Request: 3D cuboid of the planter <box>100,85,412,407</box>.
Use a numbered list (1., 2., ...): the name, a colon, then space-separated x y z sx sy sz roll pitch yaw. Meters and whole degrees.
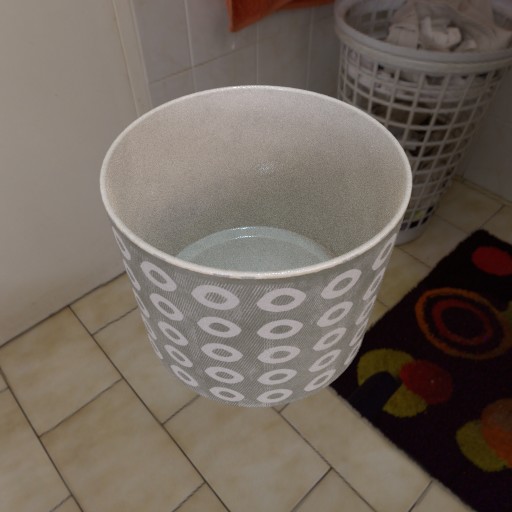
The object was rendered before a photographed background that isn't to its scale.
1. planter: 0.000 0.000 0.343 0.190 0.181 0.190 0 48 0
